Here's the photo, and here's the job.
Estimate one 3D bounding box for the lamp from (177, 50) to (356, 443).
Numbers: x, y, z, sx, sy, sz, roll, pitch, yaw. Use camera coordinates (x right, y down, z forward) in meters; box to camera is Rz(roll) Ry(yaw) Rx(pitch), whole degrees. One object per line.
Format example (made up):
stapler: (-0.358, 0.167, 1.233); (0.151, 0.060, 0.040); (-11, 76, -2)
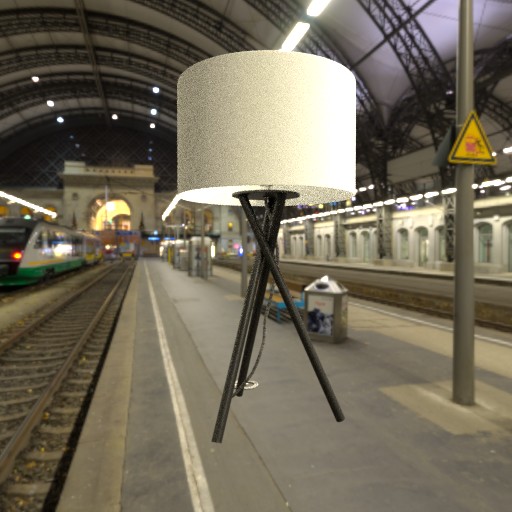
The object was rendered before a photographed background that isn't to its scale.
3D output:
lamp: (0.000, 0.000, 0.929); (0.353, 0.674, 0.422); (-1, 1, -36)
